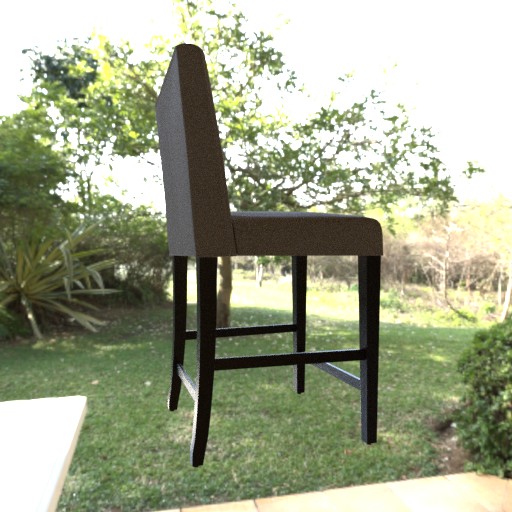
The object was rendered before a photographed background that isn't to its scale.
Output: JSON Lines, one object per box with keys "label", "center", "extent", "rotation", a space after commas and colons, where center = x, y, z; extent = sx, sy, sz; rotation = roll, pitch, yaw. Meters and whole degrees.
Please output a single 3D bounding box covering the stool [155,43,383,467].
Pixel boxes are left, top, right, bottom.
{"label": "stool", "center": [0.000, 0.000, 1.233], "extent": [0.509, 0.939, 0.474], "rotation": [0, 0, -19]}
